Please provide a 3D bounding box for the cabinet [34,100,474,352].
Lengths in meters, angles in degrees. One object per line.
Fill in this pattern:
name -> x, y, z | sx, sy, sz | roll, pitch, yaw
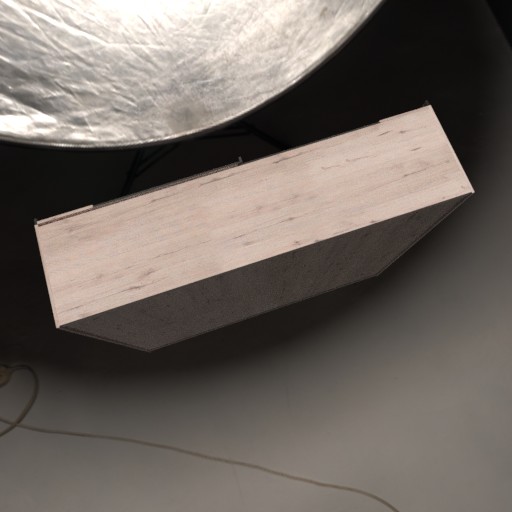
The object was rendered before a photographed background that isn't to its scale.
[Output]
cabinet -> 0.000, 0.000, 3.639 | 2.500, 2.180, 0.660 | -18, 75, -5
